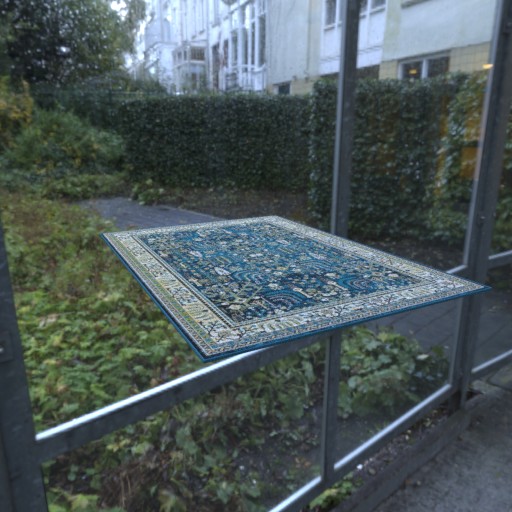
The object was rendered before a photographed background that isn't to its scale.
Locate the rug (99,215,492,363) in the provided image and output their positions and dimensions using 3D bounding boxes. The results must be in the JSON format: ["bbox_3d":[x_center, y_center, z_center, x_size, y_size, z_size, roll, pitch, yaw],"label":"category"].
[{"bbox_3d":[0.000,0.000,2.875,1.594,0.013,2.213,-8,18,-27],"label":"rug"}]
